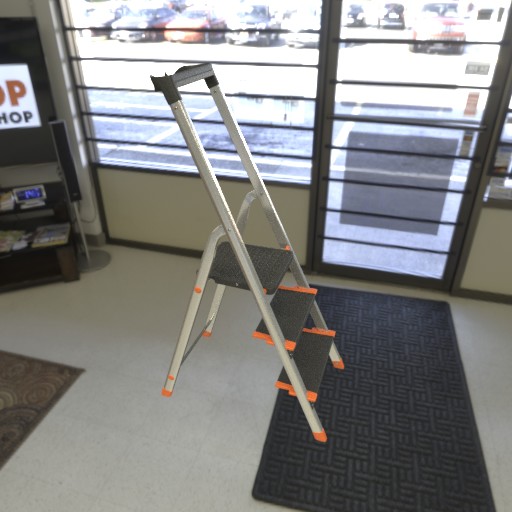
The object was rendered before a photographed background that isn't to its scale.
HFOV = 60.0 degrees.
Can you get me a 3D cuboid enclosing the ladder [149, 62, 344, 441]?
[{"bbox_3d":[0.000,0.000,1.585,0.686,1.229,0.416,10,32,16],"label":"ladder"}]
